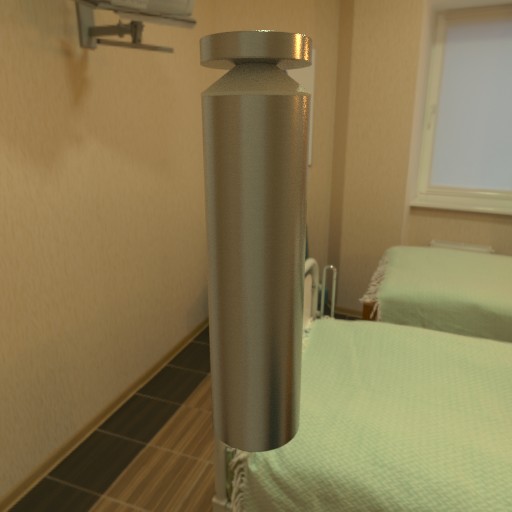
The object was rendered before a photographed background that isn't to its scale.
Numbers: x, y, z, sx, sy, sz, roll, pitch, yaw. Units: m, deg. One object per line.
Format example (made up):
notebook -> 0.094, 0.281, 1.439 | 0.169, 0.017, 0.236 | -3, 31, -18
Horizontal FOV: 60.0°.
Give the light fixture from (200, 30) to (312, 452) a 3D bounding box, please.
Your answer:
light fixture -> 0.000, 0.000, 0.454 | 0.102, 0.400, 0.102 | -2, 17, -8
